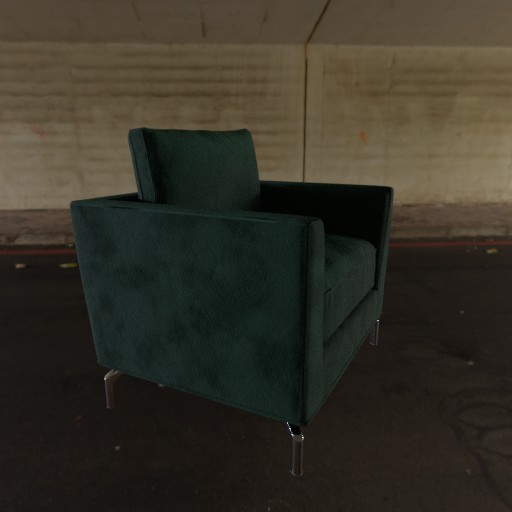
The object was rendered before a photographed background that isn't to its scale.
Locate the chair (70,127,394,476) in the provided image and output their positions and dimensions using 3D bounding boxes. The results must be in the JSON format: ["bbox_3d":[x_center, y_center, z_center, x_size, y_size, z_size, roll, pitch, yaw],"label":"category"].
[{"bbox_3d":[0.000,0.000,1.759,0.852,0.997,1.047,7,16,26],"label":"chair"}]
